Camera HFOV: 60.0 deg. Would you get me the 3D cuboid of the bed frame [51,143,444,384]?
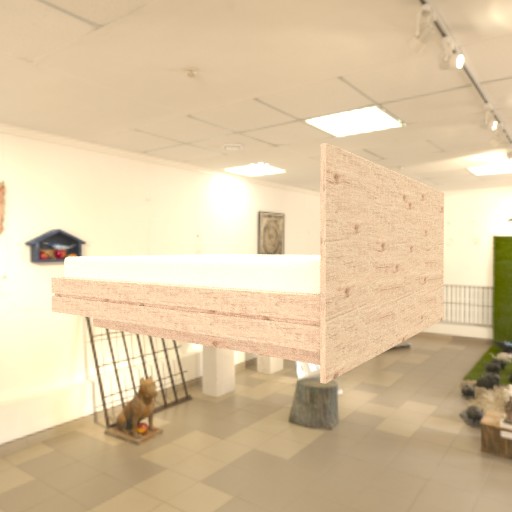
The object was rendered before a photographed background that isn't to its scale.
[{"bbox_3d":[0.000,0.000,3.152,2.080,0.970,1.950,1,1,36],"label":"bed frame"}]
